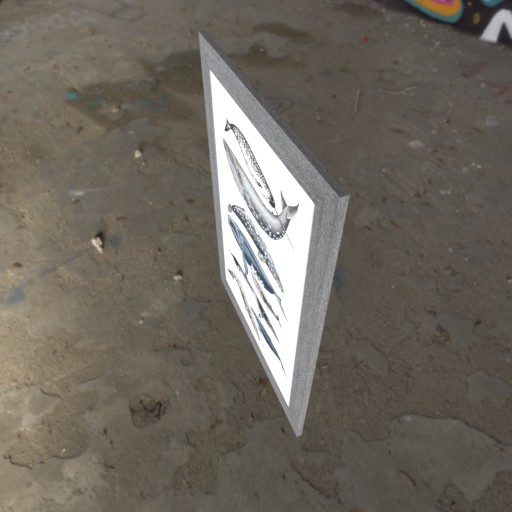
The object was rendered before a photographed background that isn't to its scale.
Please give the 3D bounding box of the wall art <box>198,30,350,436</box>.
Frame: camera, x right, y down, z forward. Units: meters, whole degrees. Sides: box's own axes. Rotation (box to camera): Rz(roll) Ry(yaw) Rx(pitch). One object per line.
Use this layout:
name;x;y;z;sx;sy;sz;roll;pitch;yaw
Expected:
wall art;0.000;0.000;1.379;0.020;1.070;0.768;-17;50;-15
